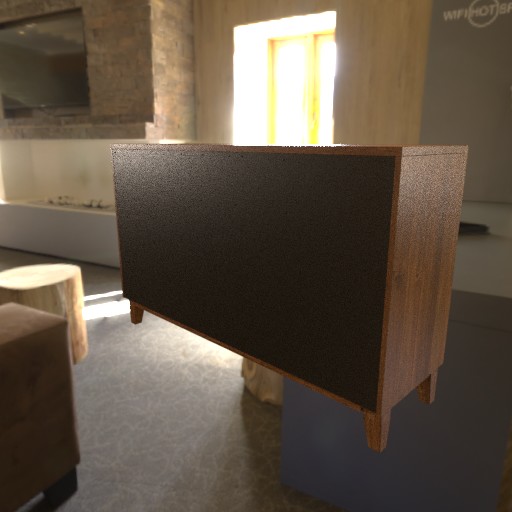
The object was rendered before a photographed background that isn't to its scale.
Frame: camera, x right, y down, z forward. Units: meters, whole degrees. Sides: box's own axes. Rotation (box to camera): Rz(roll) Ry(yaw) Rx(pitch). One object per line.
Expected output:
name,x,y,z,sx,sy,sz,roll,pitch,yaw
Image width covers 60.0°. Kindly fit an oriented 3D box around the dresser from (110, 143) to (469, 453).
dresser,0.000,0.000,1.786,1.400,0.873,0.446,14,20,42
